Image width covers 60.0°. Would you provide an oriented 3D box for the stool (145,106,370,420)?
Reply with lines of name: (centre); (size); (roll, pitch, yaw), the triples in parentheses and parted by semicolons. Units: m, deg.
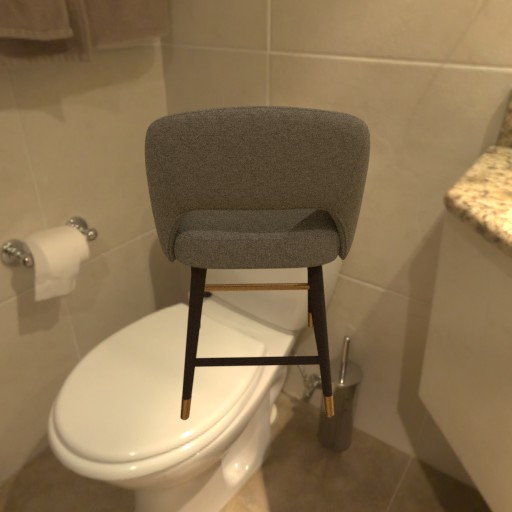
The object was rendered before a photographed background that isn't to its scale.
stool: (0.000, 0.000, 1.272); (0.536, 0.925, 0.524); (-1, 30, -1)
